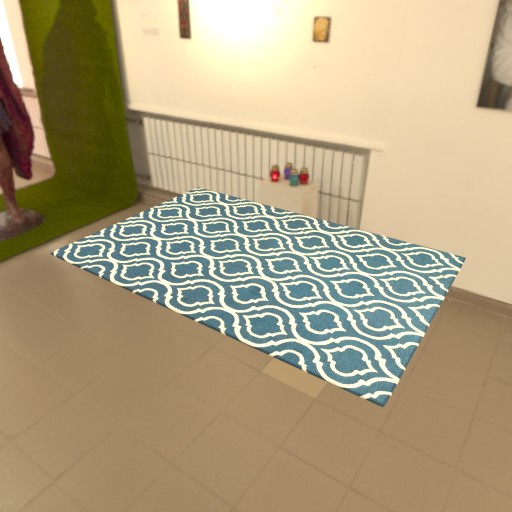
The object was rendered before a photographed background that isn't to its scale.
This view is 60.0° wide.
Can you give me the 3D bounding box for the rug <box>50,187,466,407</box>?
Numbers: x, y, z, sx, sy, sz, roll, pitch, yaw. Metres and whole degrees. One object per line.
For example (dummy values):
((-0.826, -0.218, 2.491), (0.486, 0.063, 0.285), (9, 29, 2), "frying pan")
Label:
((0.000, 0.000, 2.227), (1.753, 0.010, 1.143), (19, 34, 30), "rug")
